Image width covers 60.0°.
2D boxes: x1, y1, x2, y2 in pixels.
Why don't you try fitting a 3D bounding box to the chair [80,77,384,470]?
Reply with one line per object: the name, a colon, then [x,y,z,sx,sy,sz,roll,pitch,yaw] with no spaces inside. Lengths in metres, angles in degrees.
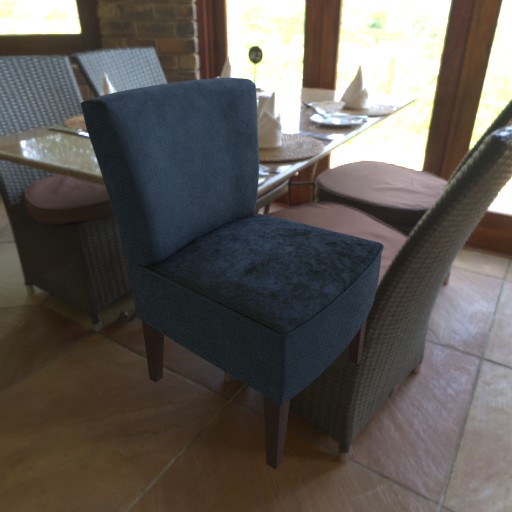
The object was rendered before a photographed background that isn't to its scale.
chair: [0.000,0.000,1.143,0.551,0.806,0.521,19,33,31]
